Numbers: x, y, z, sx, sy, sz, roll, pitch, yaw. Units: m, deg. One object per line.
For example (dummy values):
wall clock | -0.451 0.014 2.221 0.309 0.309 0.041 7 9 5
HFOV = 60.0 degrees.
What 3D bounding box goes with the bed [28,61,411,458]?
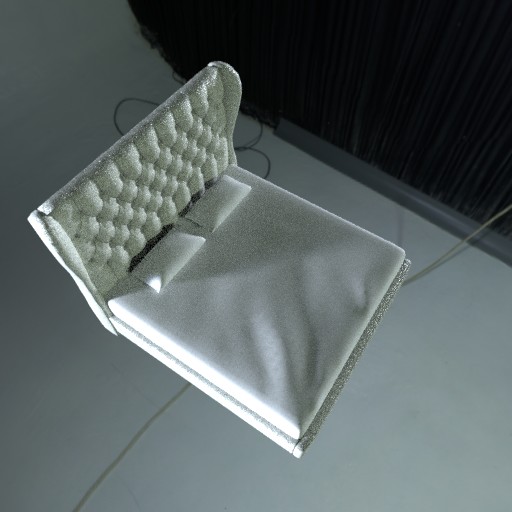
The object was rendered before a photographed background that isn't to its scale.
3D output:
bed | 0.000 0.000 3.858 2.347 1.771 2.219 29 62 17
